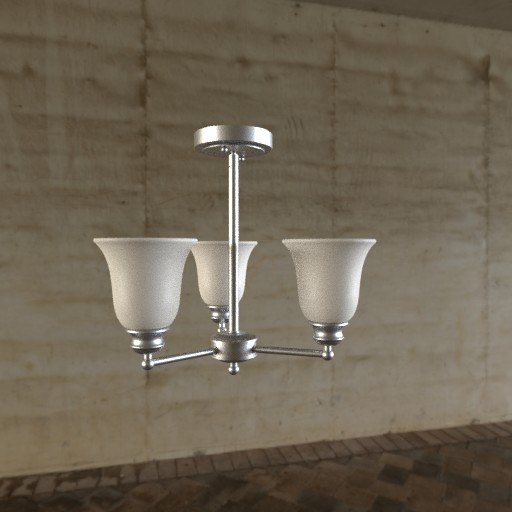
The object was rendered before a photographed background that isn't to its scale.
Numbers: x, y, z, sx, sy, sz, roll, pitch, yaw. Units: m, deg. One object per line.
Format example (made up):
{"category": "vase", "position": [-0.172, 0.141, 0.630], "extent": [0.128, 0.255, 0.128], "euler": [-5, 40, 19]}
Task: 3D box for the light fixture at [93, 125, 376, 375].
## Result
{"category": "light fixture", "position": [0.000, 0.000, 0.675], "extent": [0.354, 0.370, 0.388], "euler": [0, 1, 19]}
